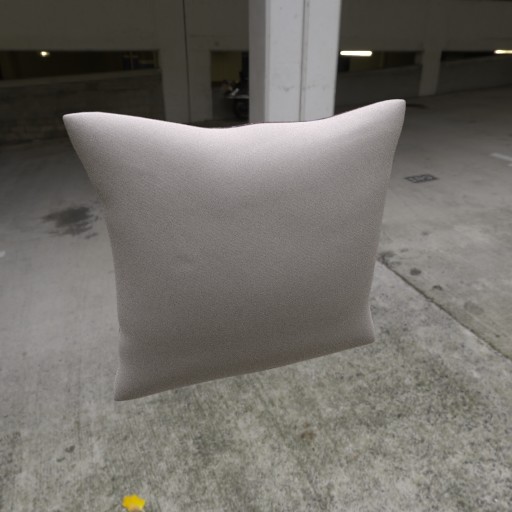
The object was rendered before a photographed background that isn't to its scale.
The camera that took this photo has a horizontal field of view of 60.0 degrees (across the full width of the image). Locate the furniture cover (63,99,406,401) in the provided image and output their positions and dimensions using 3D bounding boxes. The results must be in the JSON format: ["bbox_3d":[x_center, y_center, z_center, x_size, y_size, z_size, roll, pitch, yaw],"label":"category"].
[{"bbox_3d":[0.000,0.000,0.785,0.552,0.509,0.193,-8,26,-17],"label":"furniture cover"}]
